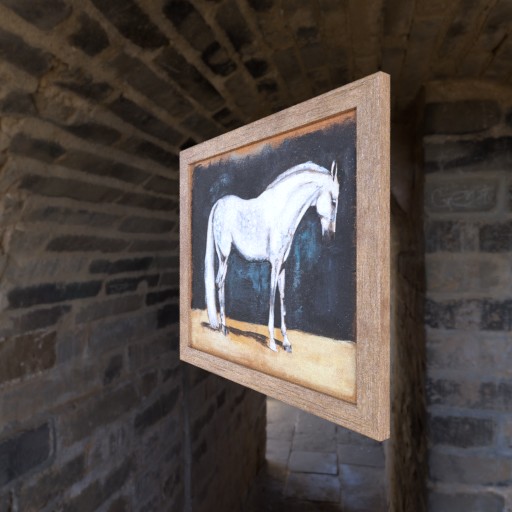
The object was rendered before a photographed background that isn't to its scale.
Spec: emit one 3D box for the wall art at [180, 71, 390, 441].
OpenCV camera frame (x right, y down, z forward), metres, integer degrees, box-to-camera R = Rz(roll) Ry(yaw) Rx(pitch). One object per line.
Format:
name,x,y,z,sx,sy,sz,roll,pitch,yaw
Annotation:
wall art,0.000,0.000,0.986,0.026,0.588,0.690,0,0,-37
